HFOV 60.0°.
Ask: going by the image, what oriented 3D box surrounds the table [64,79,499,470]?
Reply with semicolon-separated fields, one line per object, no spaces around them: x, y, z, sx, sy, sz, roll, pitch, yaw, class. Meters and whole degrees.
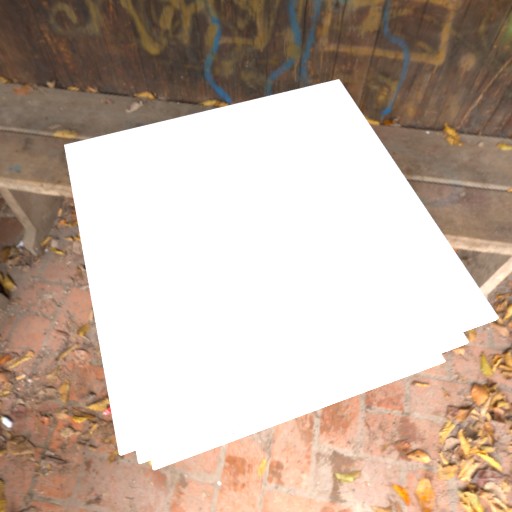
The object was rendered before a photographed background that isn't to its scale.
0.000;0.000;1.046;0.700;0.289;0.700;-17;61;-10;table
